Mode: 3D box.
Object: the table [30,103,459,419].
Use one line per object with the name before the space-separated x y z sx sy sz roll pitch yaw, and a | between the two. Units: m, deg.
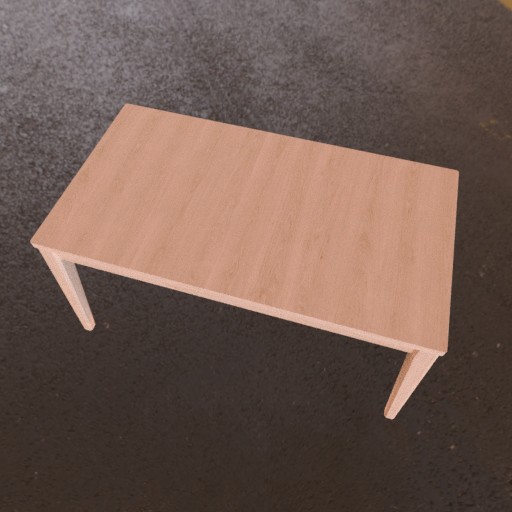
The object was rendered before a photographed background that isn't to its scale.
table | 0.000 0.000 2.091 1.600 0.760 0.900 14 58 9
